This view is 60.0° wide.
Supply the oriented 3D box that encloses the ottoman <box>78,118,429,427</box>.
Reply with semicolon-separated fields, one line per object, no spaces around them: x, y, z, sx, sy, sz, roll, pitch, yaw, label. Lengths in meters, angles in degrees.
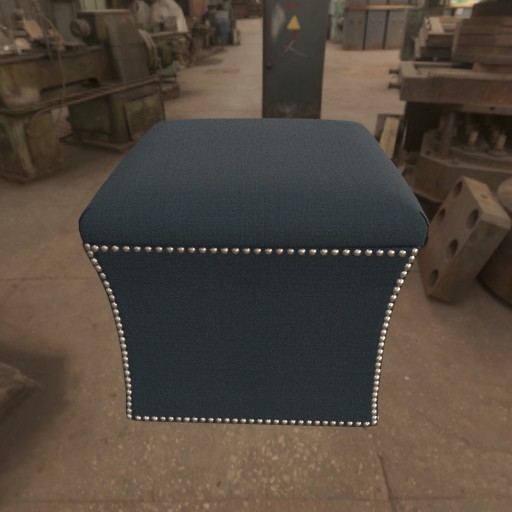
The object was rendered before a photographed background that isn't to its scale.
0.000;0.000;0.910;0.507;0.475;0.497;1;31;2;ottoman
